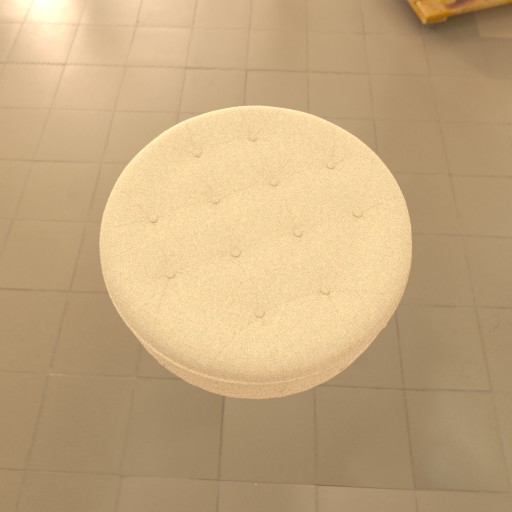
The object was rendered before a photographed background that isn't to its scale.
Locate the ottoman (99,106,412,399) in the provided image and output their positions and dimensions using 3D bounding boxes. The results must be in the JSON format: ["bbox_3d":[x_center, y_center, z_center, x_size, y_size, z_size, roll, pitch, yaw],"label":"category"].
[{"bbox_3d":[0.000,0.000,1.371,0.848,0.494,0.848,0,63,0],"label":"ottoman"}]
